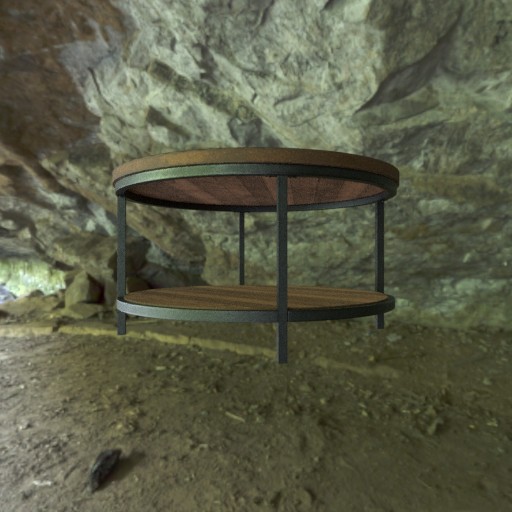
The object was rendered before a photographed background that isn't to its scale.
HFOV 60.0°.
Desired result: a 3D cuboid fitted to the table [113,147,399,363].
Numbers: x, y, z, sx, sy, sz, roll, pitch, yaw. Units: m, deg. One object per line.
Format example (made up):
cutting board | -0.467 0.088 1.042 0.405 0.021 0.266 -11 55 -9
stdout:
table | 0.000 0.000 1.358 0.837 0.462 0.837 0 0 0
